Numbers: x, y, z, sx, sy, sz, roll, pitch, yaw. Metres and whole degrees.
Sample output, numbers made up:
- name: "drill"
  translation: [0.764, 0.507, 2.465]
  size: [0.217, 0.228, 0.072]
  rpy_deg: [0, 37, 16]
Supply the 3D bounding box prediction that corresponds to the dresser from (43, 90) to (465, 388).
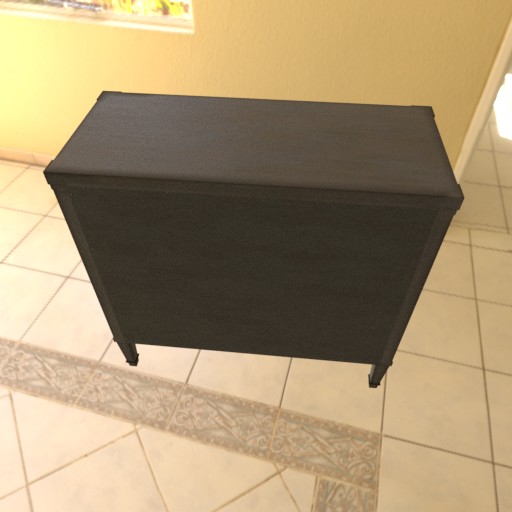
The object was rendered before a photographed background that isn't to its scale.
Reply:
- name: "dresser"
  translation: [0.000, 0.000, 1.609]
  size: [1.049, 0.986, 0.463]
  rpy_deg: [4, 46, 4]
